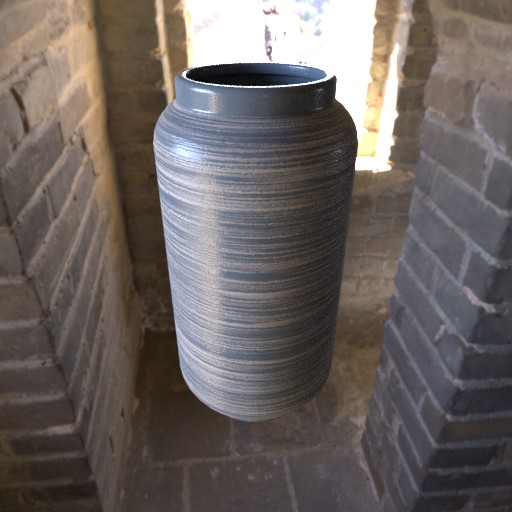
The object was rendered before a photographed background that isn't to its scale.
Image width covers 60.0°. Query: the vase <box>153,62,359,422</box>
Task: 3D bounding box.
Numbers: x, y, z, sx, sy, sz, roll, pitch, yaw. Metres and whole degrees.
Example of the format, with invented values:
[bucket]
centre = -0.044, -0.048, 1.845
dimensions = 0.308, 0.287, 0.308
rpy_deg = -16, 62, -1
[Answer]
[vase]
centre = 0.000, 0.000, 0.297
dimensions = 0.116, 0.230, 0.116
rpy_deg = 0, 31, 0
